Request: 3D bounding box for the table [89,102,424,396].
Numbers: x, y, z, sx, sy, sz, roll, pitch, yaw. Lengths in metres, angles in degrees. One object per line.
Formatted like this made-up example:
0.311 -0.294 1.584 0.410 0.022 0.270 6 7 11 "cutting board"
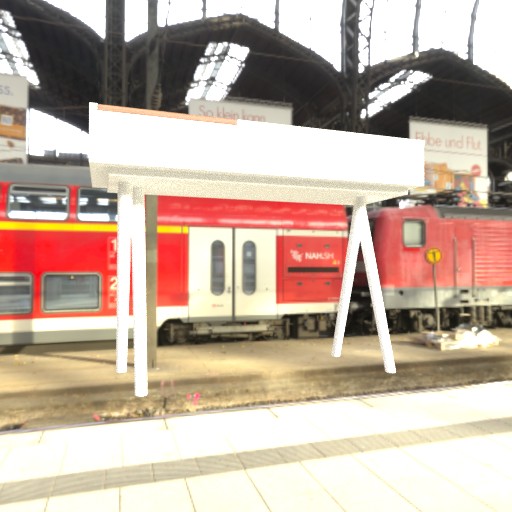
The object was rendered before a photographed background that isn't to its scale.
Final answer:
0.000 0.000 1.520 1.066 0.785 0.418 0 -1 -19 "table"
